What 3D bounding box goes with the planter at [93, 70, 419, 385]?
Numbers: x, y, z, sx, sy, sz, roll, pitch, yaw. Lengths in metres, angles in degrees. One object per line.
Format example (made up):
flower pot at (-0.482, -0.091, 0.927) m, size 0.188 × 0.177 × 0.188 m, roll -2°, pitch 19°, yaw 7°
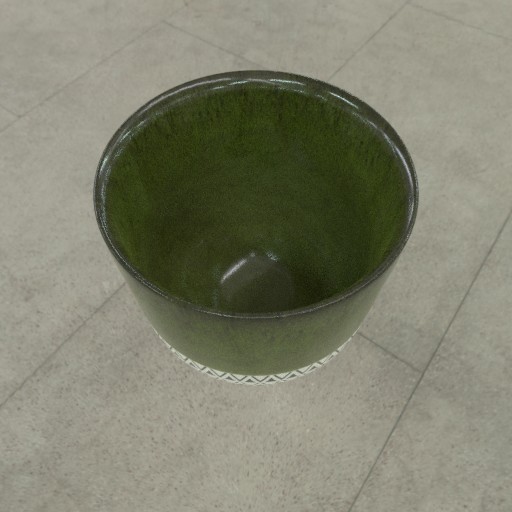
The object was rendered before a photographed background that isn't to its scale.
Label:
planter at (0.000, 0.000, 0.481) m, size 0.266 × 0.270 × 0.266 m, roll 0°, pitch 58°, yaw 0°
